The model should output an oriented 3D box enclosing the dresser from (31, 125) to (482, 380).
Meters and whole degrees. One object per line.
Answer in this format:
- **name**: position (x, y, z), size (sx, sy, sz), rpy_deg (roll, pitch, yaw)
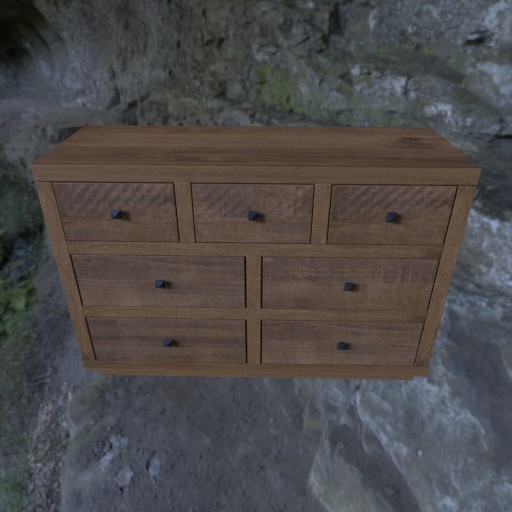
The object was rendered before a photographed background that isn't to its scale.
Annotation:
- **dresser**: position (0.000, 0.000, 1.625), size (1.261, 0.825, 0.479), rpy_deg (1, 30, 1)
